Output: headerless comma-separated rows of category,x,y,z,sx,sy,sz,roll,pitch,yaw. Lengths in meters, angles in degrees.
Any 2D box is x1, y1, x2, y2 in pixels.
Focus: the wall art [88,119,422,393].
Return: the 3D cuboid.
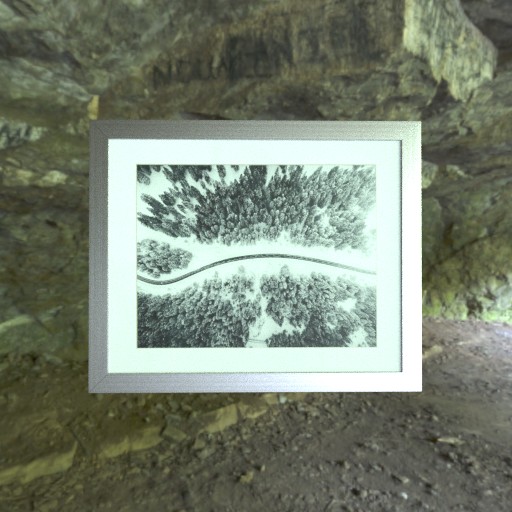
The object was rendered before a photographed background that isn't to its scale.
wall art,0.000,0.000,0.759,0.557,0.456,0.032,0,-1,-1
